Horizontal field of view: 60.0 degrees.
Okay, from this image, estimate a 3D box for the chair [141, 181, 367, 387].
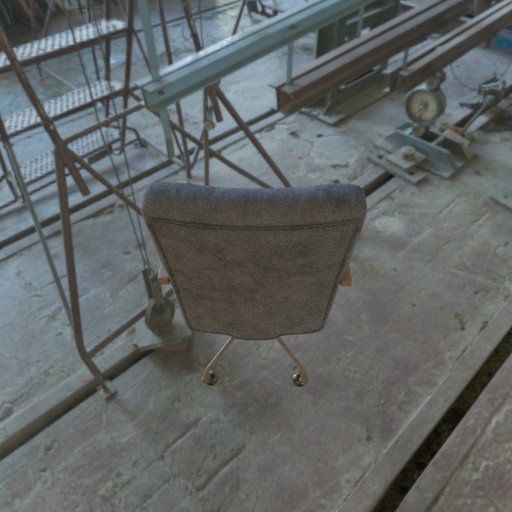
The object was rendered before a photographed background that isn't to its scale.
[{"bbox_3d":[0.000,0.000,1.533,0.640,1.029,0.741,1,46,1],"label":"chair"}]
